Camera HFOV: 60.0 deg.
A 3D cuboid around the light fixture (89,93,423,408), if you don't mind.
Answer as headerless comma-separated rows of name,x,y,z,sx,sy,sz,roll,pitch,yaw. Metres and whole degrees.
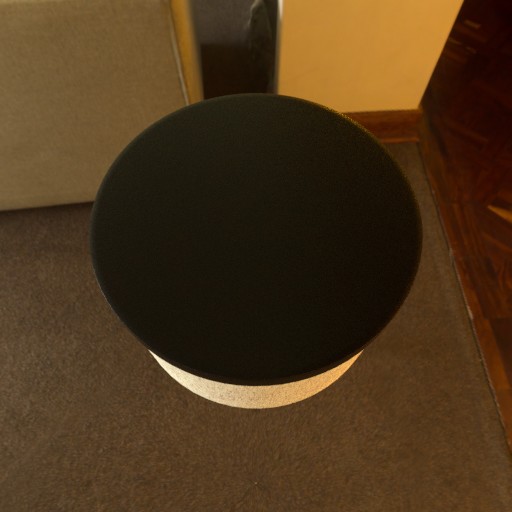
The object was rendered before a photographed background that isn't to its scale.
light fixture,0.000,0.000,0.624,0.389,0.229,0.389,0,63,0
